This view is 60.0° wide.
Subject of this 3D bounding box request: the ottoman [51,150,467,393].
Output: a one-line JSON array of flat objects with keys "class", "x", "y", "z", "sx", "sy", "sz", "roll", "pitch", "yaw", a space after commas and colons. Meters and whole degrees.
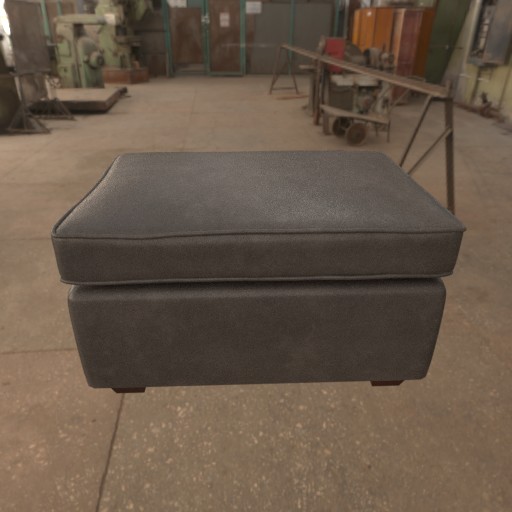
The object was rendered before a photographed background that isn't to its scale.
[{"class": "ottoman", "x": 0.000, "y": 0.000, "z": 1.099, "sx": 0.756, "sy": 0.445, "sz": 0.554, "roll": -1, "pitch": 28, "yaw": -2}]
